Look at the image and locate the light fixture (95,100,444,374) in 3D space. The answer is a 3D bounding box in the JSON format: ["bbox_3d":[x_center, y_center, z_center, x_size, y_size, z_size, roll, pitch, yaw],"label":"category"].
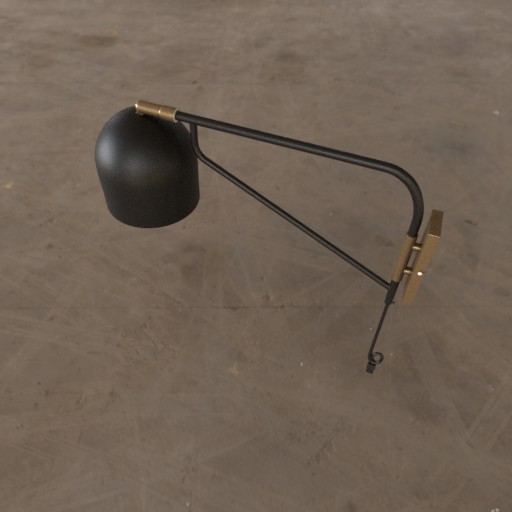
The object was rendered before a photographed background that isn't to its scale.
[{"bbox_3d":[0.000,0.000,1.050,0.720,0.696,0.215,15,49,14],"label":"light fixture"}]
